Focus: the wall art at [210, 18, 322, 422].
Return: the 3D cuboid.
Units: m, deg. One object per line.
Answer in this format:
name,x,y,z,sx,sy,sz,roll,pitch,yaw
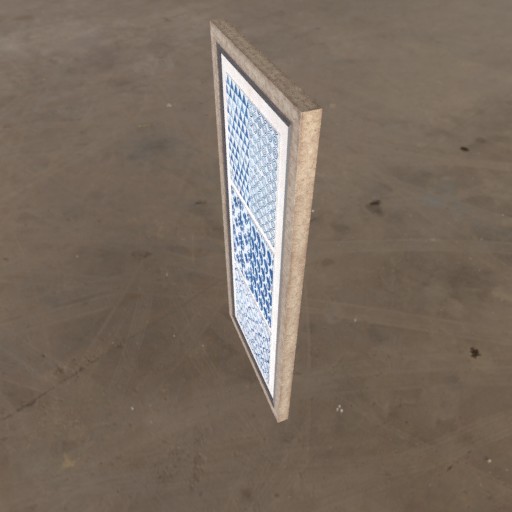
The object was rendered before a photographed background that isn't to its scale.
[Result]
wall art,0.000,0.000,1.668,0.051,1.461,0.648,-16,47,-15
